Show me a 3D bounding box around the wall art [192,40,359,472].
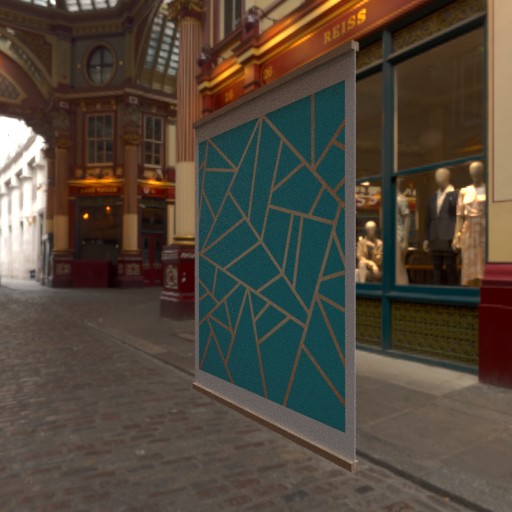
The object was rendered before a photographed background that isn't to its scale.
[{"bbox_3d":[0.000,0.000,0.689,0.012,0.508,0.405,0,0,-35],"label":"wall art"}]
